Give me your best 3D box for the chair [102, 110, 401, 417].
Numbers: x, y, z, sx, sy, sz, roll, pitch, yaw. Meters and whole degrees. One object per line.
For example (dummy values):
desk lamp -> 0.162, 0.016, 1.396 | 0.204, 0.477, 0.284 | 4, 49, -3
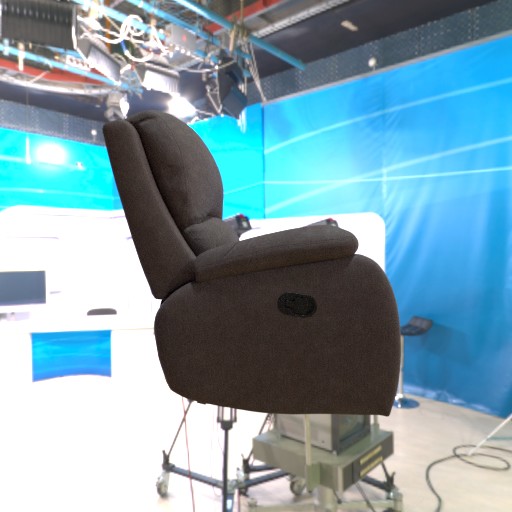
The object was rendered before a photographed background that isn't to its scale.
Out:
chair -> 0.000, 0.000, 1.733 | 0.899, 1.011, 0.930 | 0, 1, 1
